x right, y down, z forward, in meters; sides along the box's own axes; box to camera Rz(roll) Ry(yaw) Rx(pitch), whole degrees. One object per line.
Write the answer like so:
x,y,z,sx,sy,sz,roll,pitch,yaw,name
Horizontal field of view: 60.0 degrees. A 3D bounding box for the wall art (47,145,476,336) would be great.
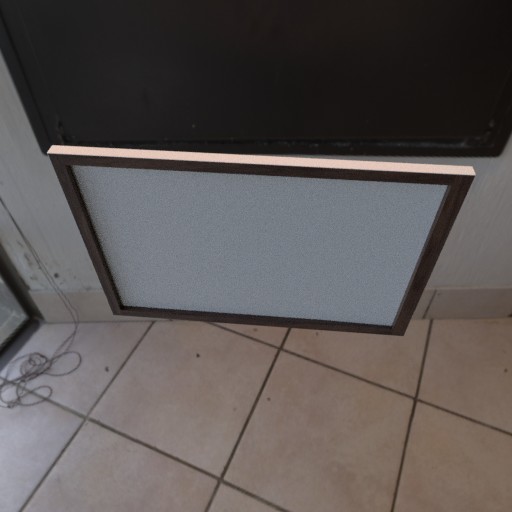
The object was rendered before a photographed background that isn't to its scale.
0.000,0.000,1.955,1.520,1.016,0.051,4,47,3,wall art
